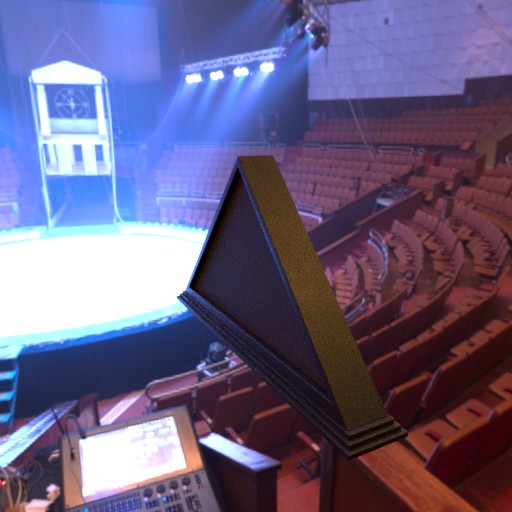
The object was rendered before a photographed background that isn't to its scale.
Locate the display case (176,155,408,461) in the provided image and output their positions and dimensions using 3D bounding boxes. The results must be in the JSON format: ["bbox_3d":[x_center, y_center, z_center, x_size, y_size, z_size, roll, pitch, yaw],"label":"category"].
[{"bbox_3d":[0.000,0.000,0.771,0.095,0.340,0.640,-7,16,-27],"label":"display case"}]
